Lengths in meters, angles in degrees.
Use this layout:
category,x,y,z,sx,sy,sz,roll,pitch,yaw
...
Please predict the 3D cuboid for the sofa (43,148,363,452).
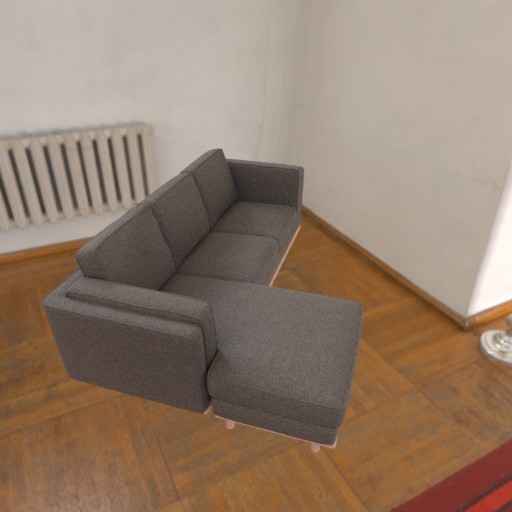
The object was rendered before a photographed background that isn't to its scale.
category,x,y,z,sx,sy,sz,roll,pitch,yaw
sofa,0.000,0.000,3.162,1.604,0.929,2.411,9,32,15
